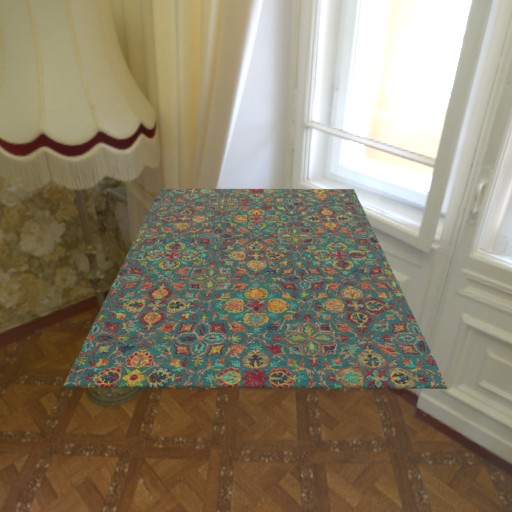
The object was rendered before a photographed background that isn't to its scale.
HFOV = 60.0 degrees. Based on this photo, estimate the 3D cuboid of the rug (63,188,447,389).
[{"bbox_3d":[0.000,0.000,4.165,2.434,0.025,3.204,0,31,0],"label":"rug"}]
